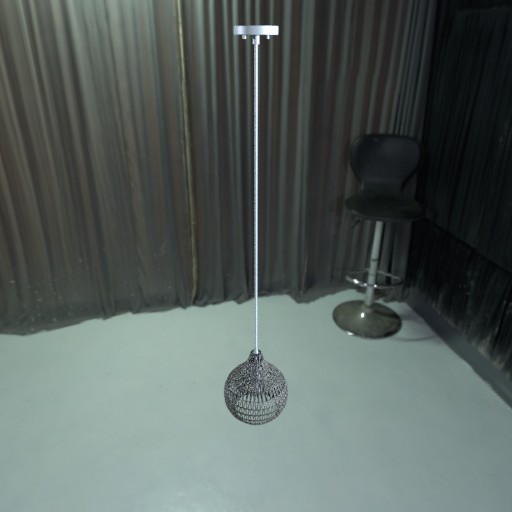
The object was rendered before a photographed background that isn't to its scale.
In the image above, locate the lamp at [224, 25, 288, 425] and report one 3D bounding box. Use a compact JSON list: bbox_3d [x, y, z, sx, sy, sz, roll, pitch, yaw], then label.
[{"bbox_3d":[0.000,0.000,2.084,0.355,1.919,0.355,-8,27,-15],"label":"lamp"}]
